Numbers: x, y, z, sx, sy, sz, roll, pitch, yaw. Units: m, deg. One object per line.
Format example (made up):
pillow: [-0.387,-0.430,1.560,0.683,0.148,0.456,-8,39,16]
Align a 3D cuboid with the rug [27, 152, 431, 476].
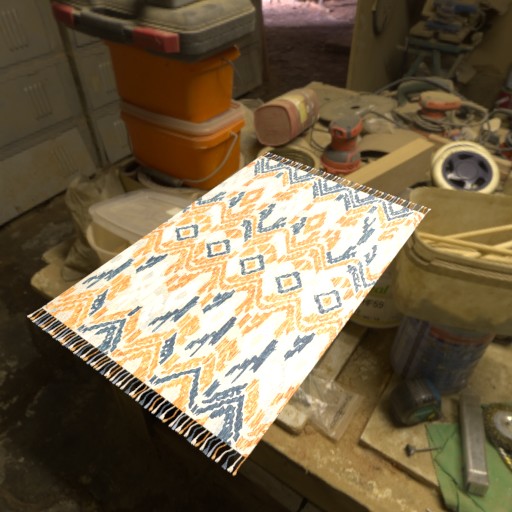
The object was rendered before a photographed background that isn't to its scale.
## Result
rug: [0.000,0.000,2.966,1.533,0.010,2.428,26,48,26]
